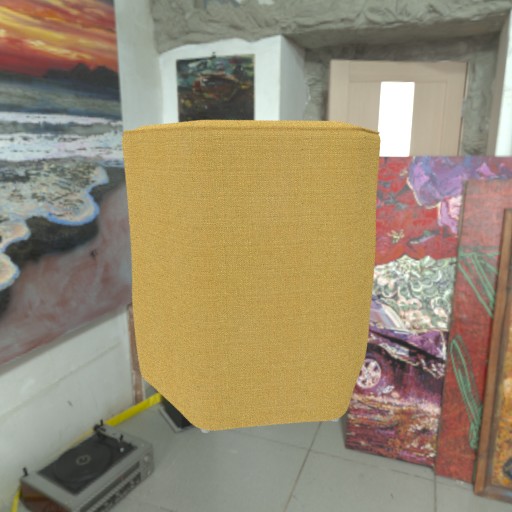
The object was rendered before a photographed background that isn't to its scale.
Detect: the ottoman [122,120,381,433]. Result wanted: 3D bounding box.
[{"bbox_3d":[0.000,0.000,0.891,0.494,0.502,0.443,-2,14,-8],"label":"ottoman"}]
